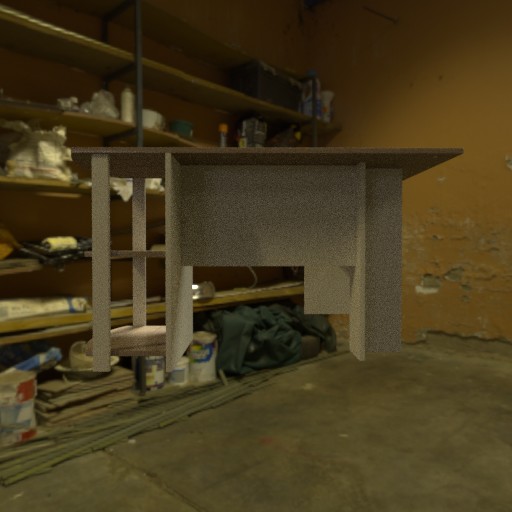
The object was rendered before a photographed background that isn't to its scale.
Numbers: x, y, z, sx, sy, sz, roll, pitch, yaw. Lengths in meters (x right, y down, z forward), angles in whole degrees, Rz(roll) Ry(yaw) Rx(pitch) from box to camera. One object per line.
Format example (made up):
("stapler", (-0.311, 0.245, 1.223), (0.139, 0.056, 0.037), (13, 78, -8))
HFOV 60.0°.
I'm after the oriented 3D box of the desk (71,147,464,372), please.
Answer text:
("desk", (0.000, 0.000, 2.085), (1.303, 0.716, 1.361), (0, 1, -1))
